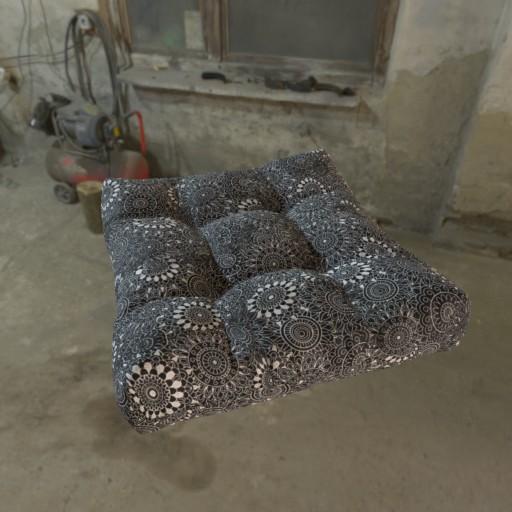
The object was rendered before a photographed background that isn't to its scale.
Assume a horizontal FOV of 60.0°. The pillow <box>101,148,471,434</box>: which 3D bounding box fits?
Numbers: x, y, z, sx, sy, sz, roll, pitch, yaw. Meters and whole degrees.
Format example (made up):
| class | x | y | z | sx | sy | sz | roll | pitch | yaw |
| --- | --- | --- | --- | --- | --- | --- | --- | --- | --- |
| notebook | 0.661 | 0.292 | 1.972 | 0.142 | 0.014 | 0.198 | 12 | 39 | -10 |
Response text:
| class | x | y | z | sx | sy | sz | roll | pitch | yaw |
| --- | --- | --- | --- | --- | --- | --- | --- | --- | --- |
| pillow | 0.000 | 0.000 | 0.718 | 0.468 | 0.128 | 0.490 | -11 | 39 | -14 |
